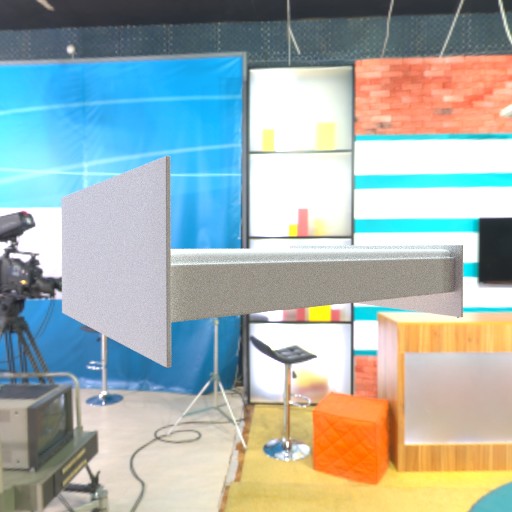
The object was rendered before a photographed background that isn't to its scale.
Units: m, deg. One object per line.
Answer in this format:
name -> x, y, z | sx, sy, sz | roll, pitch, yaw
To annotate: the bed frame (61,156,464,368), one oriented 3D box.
bed frame -> 0.000, 0.000, 2.955 | 2.060, 0.800, 1.720 | -1, 1, -36
